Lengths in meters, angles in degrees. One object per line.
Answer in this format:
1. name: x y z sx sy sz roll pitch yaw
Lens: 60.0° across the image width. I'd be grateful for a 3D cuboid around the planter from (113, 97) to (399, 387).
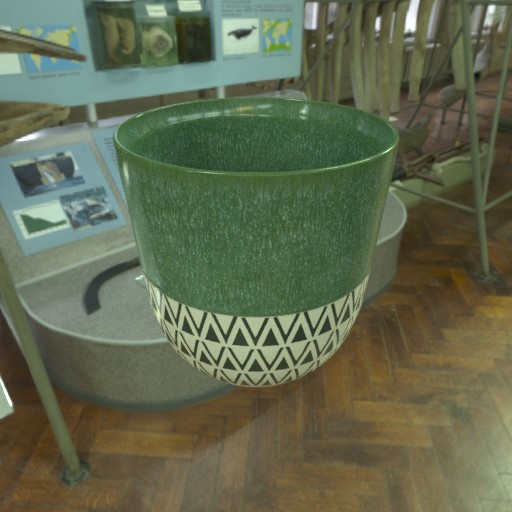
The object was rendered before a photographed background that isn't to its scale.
1. planter: 0.000 0.000 0.366 0.195 0.214 0.195 0 31 0
